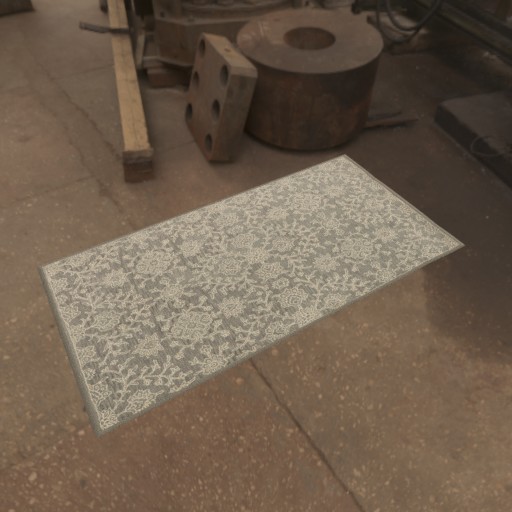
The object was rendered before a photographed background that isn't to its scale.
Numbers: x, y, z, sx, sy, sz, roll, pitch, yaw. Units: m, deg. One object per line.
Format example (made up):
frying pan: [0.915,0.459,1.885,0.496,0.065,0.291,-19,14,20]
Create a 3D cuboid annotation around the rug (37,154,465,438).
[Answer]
rug: [0.000,0.000,3.529,3.048,0.011,1.546,-23,50,-21]
